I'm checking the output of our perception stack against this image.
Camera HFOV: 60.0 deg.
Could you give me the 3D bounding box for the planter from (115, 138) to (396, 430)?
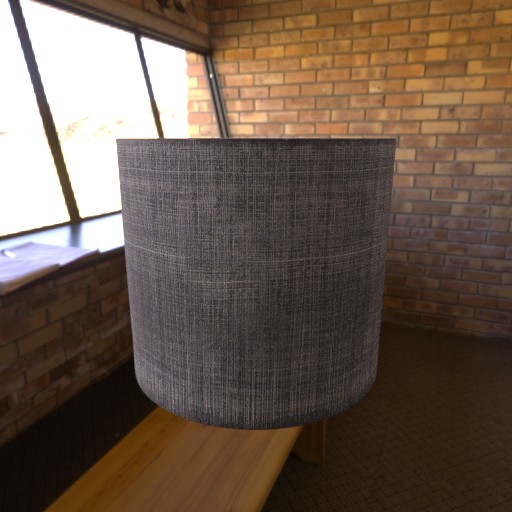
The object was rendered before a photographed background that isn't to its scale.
[{"bbox_3d":[0.000,0.000,0.390,0.221,0.201,0.221,0,15,0],"label":"planter"}]
